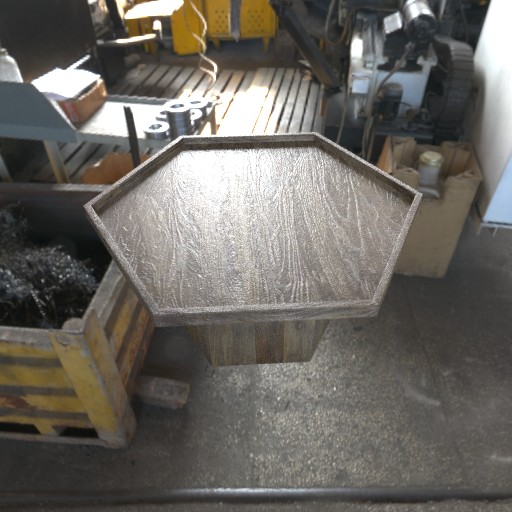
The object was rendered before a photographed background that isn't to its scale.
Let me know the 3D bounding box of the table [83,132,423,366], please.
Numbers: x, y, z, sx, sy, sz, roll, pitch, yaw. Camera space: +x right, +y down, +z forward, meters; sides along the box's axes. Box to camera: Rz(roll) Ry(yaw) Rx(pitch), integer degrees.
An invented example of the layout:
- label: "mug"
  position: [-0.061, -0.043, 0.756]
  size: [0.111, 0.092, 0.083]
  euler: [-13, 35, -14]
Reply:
- label: "table"
  position: [0.000, 0.000, 1.612]
  size: [0.966, 0.488, 1.115]
  euler: [-23, 46, -25]
